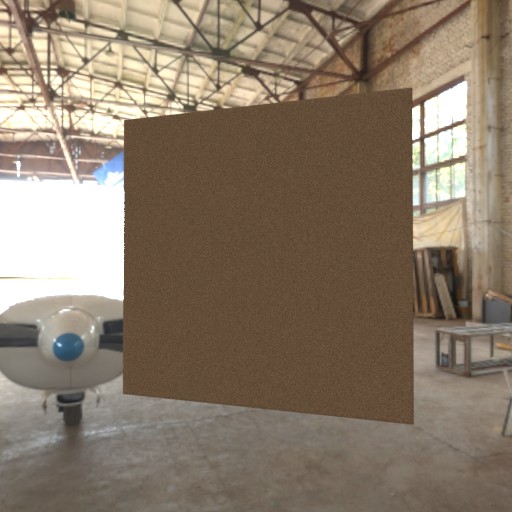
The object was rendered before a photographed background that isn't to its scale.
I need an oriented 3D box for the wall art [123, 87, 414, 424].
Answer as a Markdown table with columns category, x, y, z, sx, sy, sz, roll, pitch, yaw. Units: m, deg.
| category | x | y | z | sx | sy | sz | roll | pitch | yaw |
| --- | --- | --- | --- | --- | --- | --- | --- | --- | --- |
| wall art | 0.000 | 0.000 | 1.123 | 0.749 | 0.751 | 0.050 | 0 | -1 | 18 |
